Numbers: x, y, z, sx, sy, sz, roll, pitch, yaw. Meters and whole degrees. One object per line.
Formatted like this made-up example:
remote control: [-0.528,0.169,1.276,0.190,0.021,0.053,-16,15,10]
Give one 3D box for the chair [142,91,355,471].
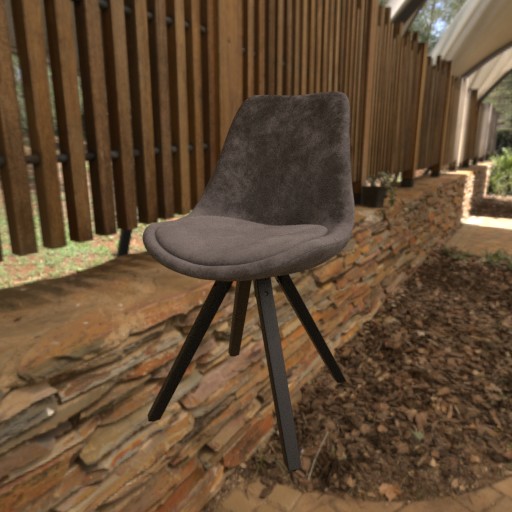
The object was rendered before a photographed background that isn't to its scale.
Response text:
chair: [0.000,0.000,1.170,0.485,0.850,0.550,7,17,26]
